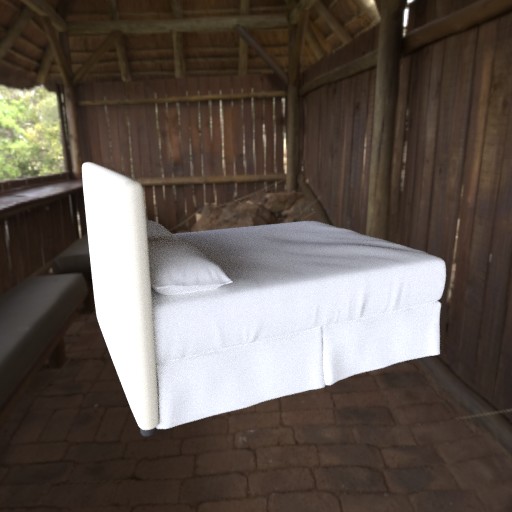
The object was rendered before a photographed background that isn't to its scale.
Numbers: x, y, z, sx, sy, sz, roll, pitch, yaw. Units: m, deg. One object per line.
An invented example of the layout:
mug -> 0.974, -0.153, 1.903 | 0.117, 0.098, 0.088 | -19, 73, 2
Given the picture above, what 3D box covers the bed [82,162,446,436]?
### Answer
bed -> 0.000, 0.000, 3.238 | 2.147, 1.330, 1.714 | -7, 17, -25
